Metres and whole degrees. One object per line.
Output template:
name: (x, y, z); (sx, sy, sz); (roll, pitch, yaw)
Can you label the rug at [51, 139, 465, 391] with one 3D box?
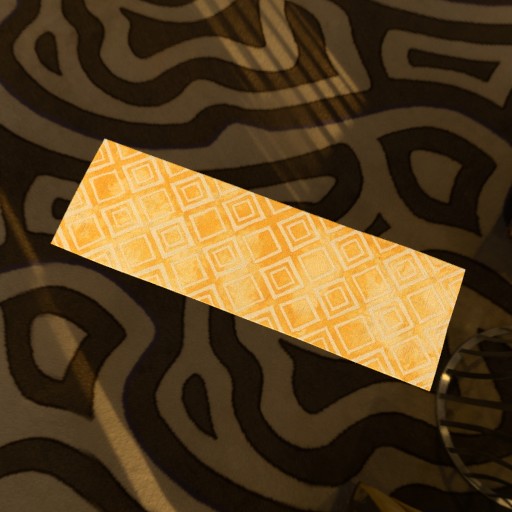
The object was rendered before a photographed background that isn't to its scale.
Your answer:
rug: (0.000, 0.000, 2.724); (2.438, 0.010, 0.775); (21, 77, 5)
